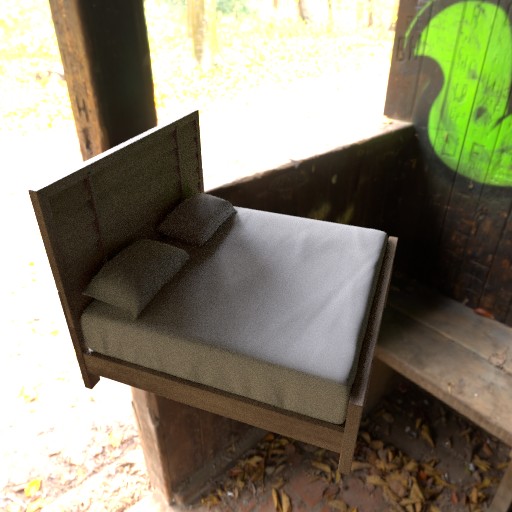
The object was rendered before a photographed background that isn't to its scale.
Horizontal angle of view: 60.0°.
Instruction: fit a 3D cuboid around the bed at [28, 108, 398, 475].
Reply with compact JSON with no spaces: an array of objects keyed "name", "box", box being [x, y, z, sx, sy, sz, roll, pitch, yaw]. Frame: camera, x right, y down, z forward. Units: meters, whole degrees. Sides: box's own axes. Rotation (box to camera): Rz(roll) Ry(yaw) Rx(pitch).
[{"name":"bed","box":[0.000,0.000,3.460,2.032,1.626,2.032,11,33,17]}]
